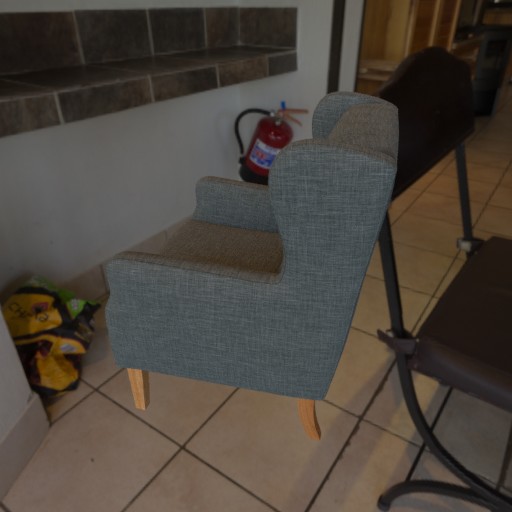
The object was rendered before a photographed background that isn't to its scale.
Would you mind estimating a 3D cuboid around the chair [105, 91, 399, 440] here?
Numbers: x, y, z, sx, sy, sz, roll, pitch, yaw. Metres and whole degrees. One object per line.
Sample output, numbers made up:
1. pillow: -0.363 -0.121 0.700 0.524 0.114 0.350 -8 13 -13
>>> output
1. chair: 0.000 0.000 1.459 0.775 0.953 0.711 8 31 14
